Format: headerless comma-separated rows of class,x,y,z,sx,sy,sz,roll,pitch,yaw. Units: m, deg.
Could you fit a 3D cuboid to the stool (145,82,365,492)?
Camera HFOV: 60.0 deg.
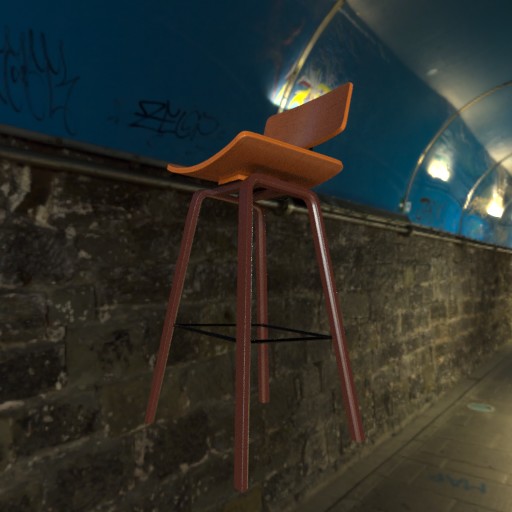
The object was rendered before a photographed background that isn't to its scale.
stool,0.000,0.000,1.238,0.440,0.969,0.509,1,-2,-36
